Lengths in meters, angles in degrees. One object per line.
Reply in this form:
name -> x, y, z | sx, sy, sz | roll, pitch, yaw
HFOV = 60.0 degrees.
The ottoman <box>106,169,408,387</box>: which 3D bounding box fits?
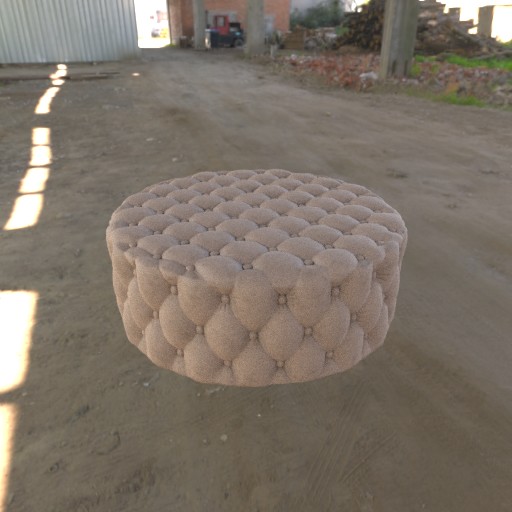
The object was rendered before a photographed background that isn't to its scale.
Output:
ottoman -> 0.000, 0.000, 1.581 | 0.998, 0.399, 0.998 | 0, 27, 0
